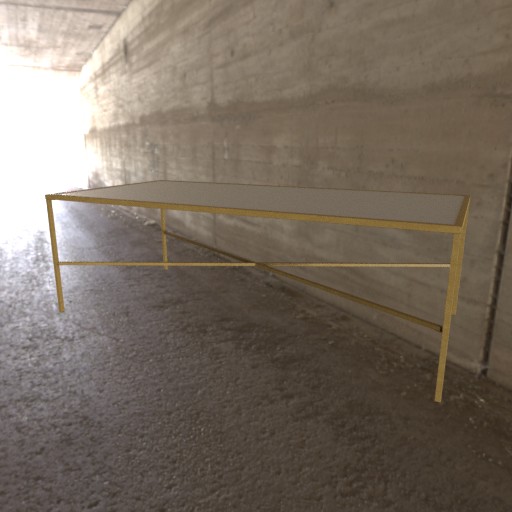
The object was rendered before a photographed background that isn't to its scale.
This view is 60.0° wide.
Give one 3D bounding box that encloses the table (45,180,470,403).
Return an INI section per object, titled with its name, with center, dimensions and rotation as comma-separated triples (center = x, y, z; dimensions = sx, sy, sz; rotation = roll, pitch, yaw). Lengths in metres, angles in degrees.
[table]
center = 0.000, 0.000, 1.443
dimensions = 1.206, 0.398, 0.580
rotation = 7, 16, 26
